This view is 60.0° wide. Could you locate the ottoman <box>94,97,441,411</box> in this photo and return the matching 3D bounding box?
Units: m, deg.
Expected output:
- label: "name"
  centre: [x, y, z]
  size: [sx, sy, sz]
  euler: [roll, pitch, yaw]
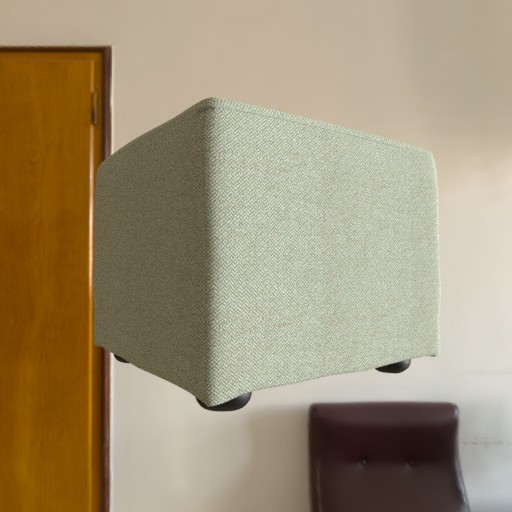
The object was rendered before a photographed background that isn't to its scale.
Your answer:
- label: "ottoman"
  centre: [0.000, 0.000, 0.901]
  size: [0.521, 0.453, 0.512]
  euler: [1, -1, -35]
